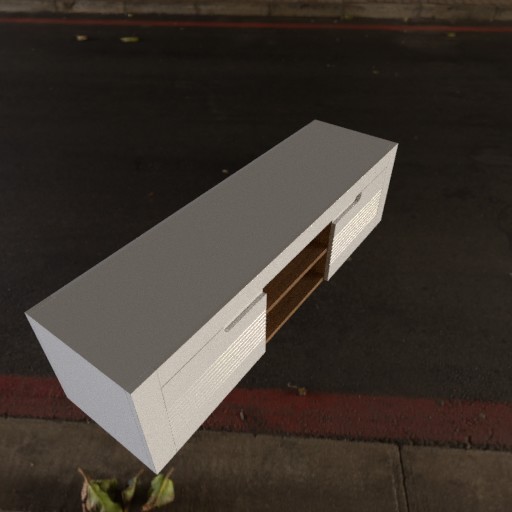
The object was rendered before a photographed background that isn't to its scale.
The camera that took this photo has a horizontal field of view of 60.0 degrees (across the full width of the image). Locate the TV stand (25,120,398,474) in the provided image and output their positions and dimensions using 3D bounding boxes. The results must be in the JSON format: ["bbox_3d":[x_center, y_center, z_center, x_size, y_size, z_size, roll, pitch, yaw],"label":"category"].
[{"bbox_3d":[0.000,0.000,1.676,0.410,0.440,1.500,26,47,27],"label":"TV stand"}]
